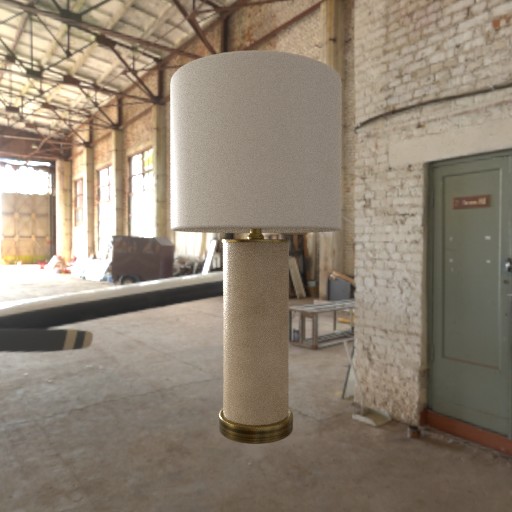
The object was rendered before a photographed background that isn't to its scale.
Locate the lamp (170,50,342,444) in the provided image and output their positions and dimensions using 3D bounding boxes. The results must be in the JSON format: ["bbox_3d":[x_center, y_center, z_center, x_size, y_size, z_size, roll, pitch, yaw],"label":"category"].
[{"bbox_3d":[0.000,0.000,0.811,0.305,0.634,0.305,0,1,0],"label":"lamp"}]
